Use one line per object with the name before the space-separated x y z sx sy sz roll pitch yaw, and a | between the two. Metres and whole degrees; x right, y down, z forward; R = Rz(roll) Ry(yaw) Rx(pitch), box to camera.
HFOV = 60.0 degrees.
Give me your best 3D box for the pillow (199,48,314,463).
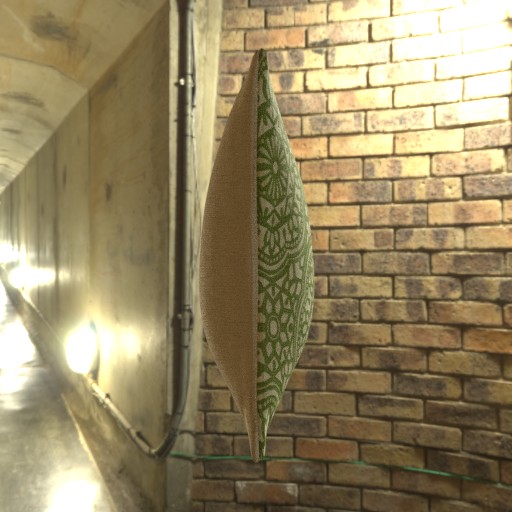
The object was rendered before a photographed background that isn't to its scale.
pillow | 0.000 0.000 0.662 0.162 0.419 0.440 0 -1 -1
